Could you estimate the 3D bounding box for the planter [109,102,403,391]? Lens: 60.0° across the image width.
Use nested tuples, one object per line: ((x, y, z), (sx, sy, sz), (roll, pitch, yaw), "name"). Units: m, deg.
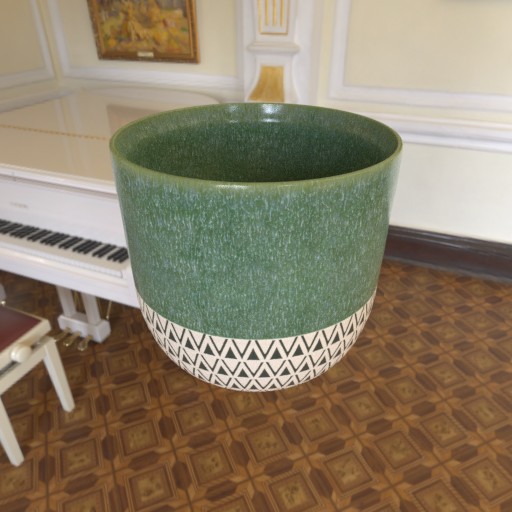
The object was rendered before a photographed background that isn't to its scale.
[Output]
((0.000, 0.000, 0.483), (0.266, 0.270, 0.266), (0, 31, 0), "planter")
